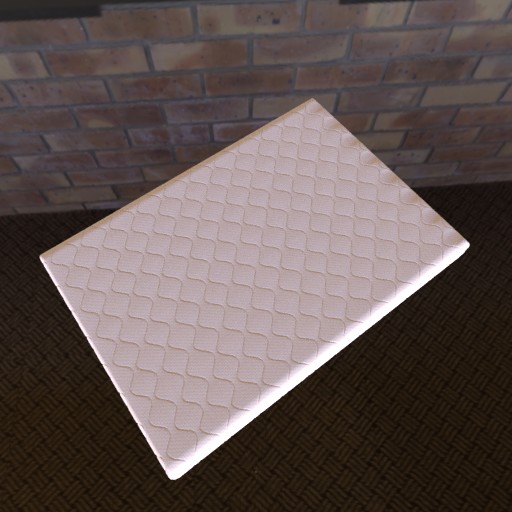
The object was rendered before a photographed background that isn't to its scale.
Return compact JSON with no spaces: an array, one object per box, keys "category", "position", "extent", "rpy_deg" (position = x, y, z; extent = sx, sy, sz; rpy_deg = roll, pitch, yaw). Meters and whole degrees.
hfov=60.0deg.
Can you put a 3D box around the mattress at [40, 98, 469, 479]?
[{"category":"mattress","position":[0.000,0.000,2.555],"extent":[2.000,0.200,1.400],"rpy_deg":[-34,69,-15]}]
